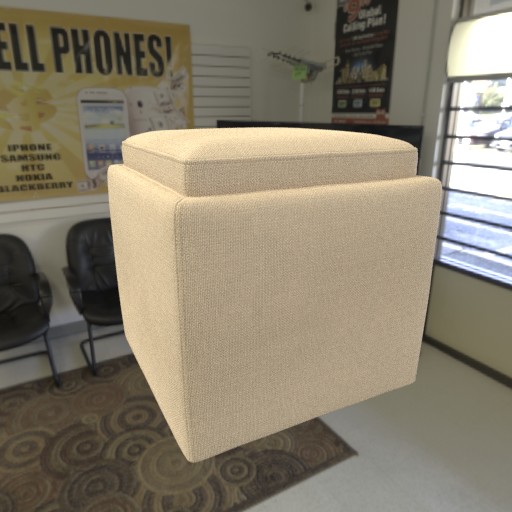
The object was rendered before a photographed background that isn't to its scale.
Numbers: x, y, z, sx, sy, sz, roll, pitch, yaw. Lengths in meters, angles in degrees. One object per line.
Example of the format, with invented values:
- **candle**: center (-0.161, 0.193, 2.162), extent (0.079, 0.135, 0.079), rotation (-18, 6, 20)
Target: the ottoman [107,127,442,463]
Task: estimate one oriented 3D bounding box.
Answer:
- **ottoman**: center (0.000, 0.000, 0.829), extent (0.451, 0.460, 0.450), rotation (-9, 20, -26)
